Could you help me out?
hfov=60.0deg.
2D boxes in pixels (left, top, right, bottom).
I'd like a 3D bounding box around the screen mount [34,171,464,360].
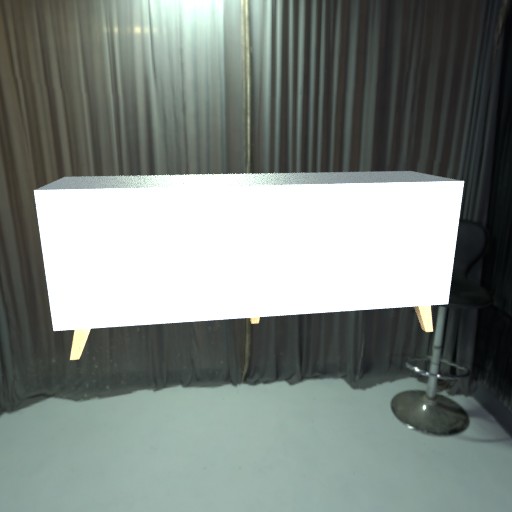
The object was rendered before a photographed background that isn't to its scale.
[{"bbox_3d":[0.000,0.000,1.795,1.490,0.619,0.400,-3,16,-9],"label":"screen mount"}]
